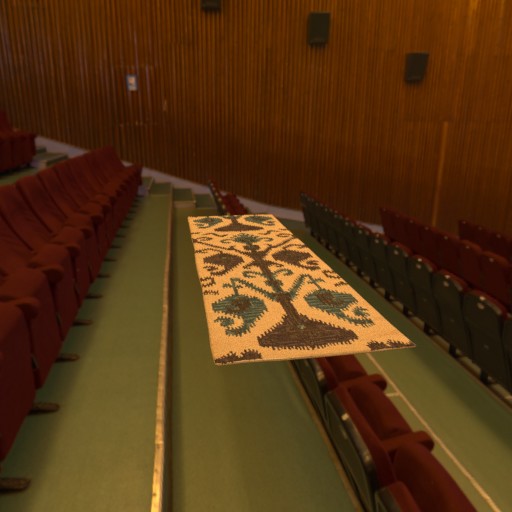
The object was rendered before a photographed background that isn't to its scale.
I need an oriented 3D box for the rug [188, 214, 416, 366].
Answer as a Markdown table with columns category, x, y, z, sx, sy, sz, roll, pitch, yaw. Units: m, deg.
| category | x | y | z | sx | sy | sz | roll | pitch | yaw |
| --- | --- | --- | --- | --- | --- | --- | --- | --- | --- |
| rug | 0.000 | 0.000 | 2.530 | 0.692 | 0.017 | 2.301 | -3 | 17 | -10 |
